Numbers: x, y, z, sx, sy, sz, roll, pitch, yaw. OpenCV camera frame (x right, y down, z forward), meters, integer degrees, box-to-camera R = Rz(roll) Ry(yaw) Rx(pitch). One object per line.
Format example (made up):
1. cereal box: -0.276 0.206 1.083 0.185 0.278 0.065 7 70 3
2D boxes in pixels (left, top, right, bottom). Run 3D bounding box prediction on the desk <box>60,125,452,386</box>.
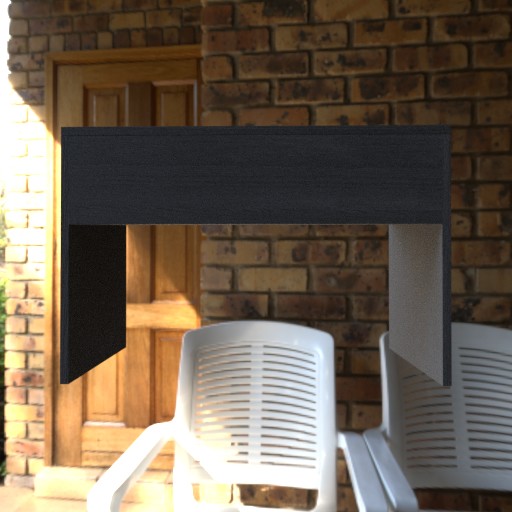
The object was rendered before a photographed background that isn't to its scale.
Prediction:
1. desk: 0.000 0.000 1.525 1.099 0.729 0.557 0 0 1
